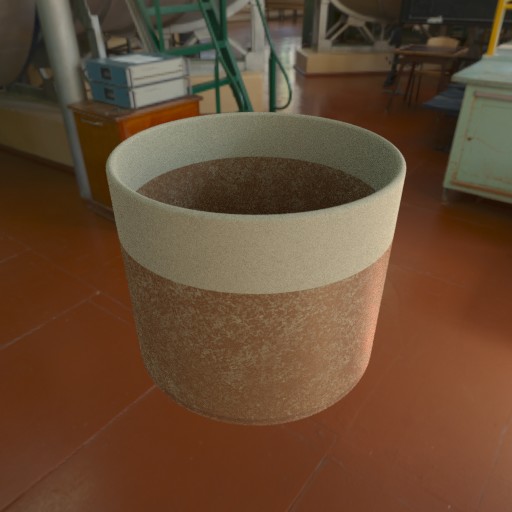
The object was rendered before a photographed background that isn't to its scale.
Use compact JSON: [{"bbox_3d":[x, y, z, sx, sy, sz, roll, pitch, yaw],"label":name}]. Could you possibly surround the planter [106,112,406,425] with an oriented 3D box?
[{"bbox_3d":[0.000,0.000,0.279,0.159,0.138,0.159,0,33,0],"label":"planter"}]
